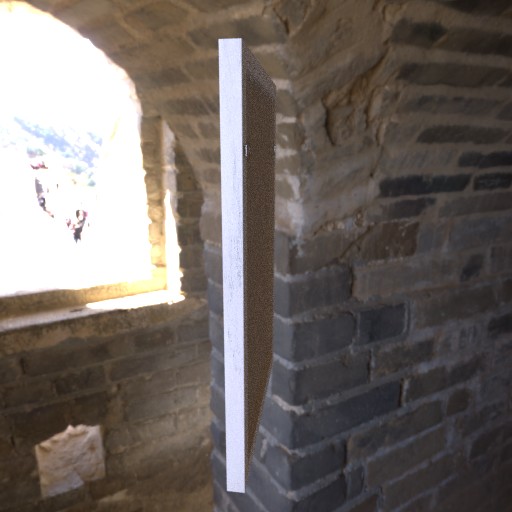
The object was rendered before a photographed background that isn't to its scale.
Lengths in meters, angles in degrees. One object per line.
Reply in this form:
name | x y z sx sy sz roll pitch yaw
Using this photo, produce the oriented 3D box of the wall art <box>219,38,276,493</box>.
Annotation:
wall art | 0.000 0.000 1.162 0.043 0.914 0.624 2 14 8
